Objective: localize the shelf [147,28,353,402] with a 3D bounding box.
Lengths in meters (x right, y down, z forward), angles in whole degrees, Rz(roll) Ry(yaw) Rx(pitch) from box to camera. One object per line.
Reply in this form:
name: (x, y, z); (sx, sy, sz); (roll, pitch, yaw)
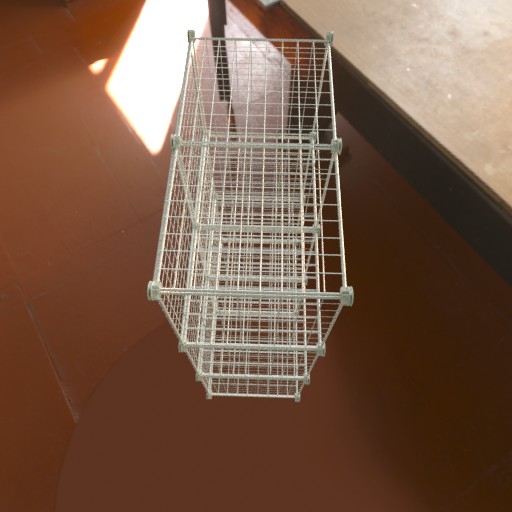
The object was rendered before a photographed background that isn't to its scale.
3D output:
shelf: (0.000, 0.000, 1.394); (0.356, 1.067, 0.711); (2, 63, 1)
